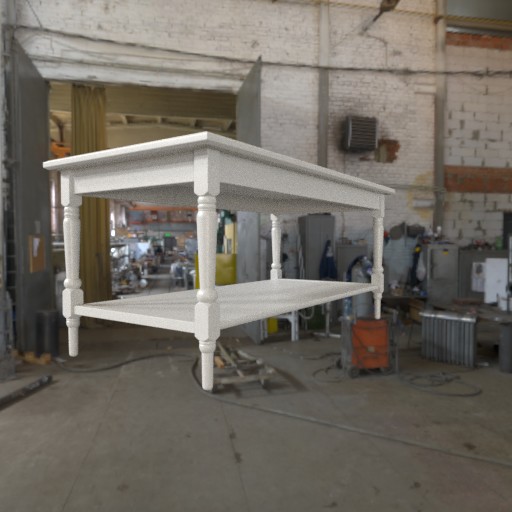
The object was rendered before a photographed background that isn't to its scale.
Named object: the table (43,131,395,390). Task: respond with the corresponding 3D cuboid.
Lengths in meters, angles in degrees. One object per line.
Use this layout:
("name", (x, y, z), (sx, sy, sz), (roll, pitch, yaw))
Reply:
("table", (0.000, 0.000, 1.434), (0.551, 0.506, 1.109), (1, 2, 35))
